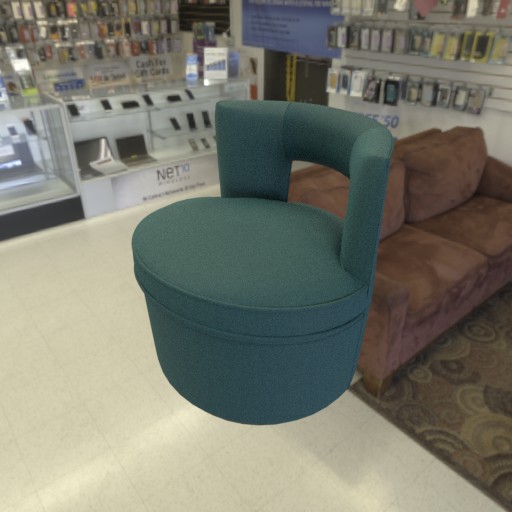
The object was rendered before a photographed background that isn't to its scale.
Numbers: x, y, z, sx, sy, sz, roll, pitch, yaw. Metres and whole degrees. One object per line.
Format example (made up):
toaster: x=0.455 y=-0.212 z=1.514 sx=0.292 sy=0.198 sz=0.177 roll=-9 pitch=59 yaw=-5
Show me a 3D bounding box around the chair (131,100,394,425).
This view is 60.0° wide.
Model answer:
chair: x=0.000 y=0.000 z=1.235 sx=0.660 sy=0.711 sz=0.684 roll=-21 pitch=37 yaw=-31
